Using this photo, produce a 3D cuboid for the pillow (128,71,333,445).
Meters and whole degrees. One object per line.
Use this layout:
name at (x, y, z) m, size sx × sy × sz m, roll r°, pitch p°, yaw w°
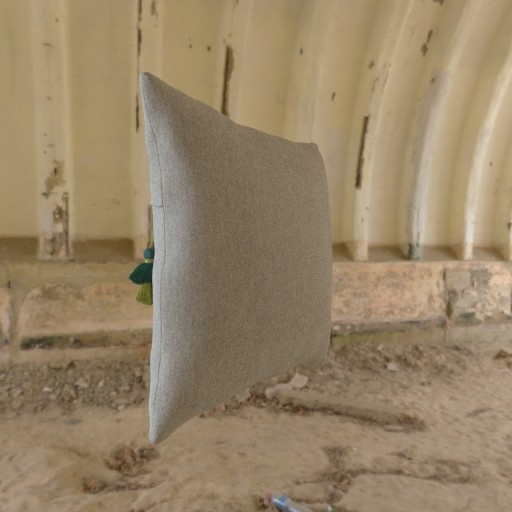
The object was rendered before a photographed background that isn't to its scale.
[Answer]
pillow at (0.000, 0.000, 0.690) m, size 0.173 × 0.436 × 0.433 m, roll 0°, pitch 1°, yaw 36°
